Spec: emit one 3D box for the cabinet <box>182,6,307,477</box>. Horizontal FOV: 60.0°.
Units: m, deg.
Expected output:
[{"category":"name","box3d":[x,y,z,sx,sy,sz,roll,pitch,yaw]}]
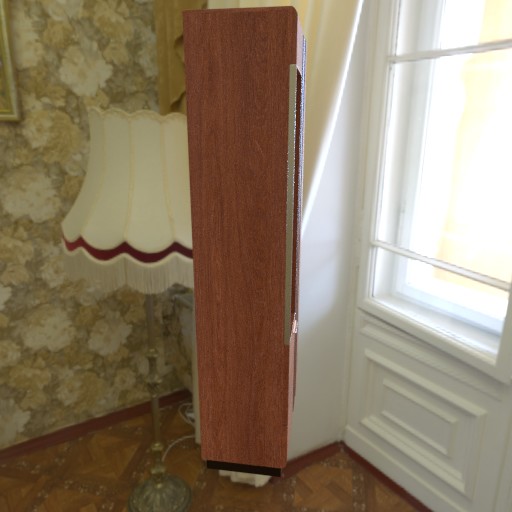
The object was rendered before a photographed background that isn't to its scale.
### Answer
[{"category":"cabinet","box3d":[0.000,0.000,2.122,0.420,1.980,0.660,3,17,9]}]
